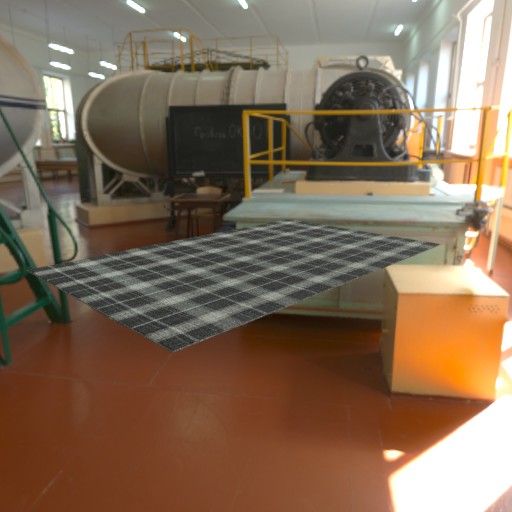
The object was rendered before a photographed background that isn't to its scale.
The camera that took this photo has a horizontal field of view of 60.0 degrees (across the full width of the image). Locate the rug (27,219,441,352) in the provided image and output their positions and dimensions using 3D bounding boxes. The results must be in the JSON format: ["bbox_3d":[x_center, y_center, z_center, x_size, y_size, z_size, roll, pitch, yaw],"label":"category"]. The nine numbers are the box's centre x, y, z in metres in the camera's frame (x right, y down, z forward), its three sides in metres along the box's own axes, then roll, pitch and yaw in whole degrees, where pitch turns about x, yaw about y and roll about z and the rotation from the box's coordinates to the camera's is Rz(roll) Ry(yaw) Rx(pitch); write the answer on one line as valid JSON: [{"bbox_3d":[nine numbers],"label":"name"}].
[{"bbox_3d":[0.000,0.000,3.006,1.520,0.015,2.434,14,21,43],"label":"rug"}]
